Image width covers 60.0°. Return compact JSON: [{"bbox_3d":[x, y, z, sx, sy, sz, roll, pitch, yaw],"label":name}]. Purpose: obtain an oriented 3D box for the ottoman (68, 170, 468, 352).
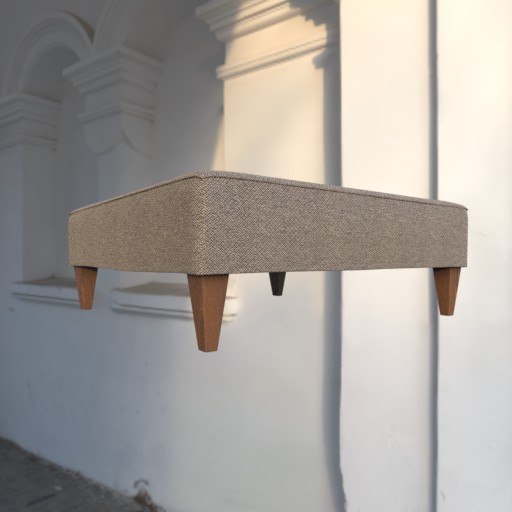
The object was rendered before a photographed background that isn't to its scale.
[{"bbox_3d":[0.000,0.000,1.495,0.981,0.378,0.970,0,0,-37],"label":"ottoman"}]
